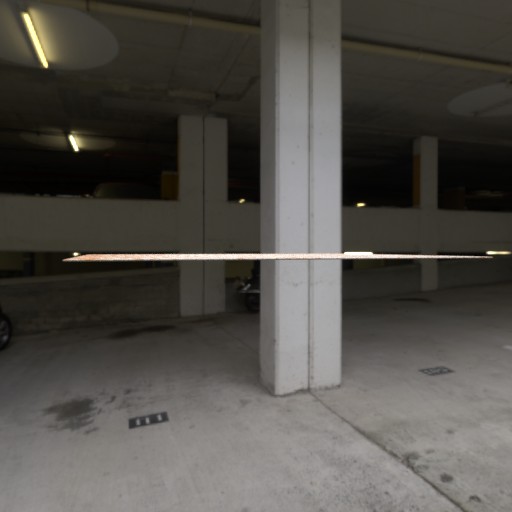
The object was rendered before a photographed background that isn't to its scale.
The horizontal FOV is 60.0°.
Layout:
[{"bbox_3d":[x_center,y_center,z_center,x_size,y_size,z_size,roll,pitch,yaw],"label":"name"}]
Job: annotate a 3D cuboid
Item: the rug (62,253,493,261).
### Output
[{"bbox_3d":[0.000,0.000,4.097,3.050,0.011,2.441,0,1,-18],"label":"rug"}]
